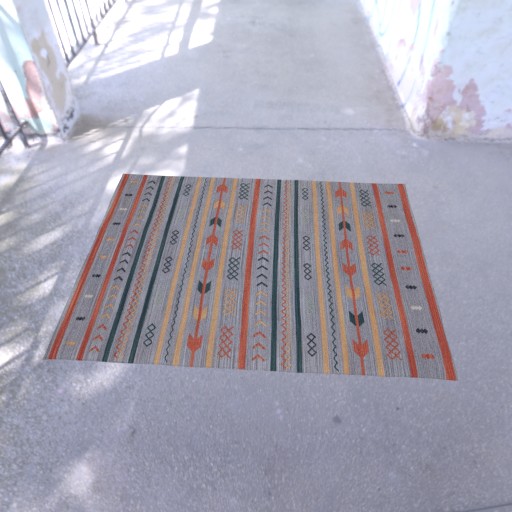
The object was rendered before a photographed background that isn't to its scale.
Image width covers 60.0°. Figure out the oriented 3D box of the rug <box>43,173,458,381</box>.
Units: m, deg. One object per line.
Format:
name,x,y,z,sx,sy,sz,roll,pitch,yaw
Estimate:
rug,0.000,0.000,3.973,3.029,0.022,2.263,2,47,2
